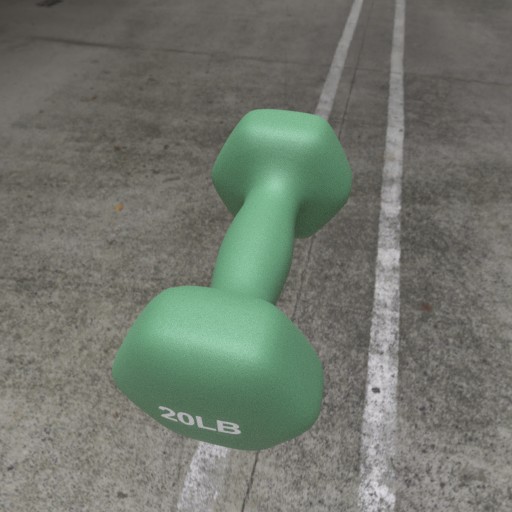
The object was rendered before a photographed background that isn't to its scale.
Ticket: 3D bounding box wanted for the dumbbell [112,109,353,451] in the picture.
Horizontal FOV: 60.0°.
[{"bbox_3d":[0.000,0.000,0.327,0.126,0.114,0.257,10,48,9],"label":"dumbbell"}]
